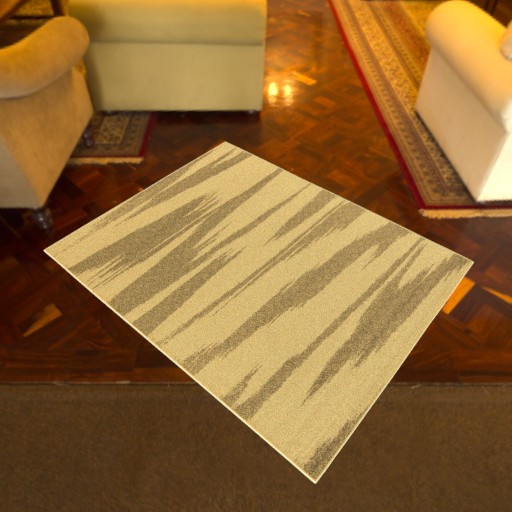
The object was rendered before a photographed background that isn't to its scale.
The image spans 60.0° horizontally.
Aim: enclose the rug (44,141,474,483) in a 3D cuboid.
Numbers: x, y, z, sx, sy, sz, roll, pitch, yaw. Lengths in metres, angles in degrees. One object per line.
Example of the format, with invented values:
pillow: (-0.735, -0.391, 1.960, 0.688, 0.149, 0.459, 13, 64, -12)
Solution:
rug: (0.000, 0.000, 3.868, 2.945, 0.014, 2.353, 32, 54, 27)
